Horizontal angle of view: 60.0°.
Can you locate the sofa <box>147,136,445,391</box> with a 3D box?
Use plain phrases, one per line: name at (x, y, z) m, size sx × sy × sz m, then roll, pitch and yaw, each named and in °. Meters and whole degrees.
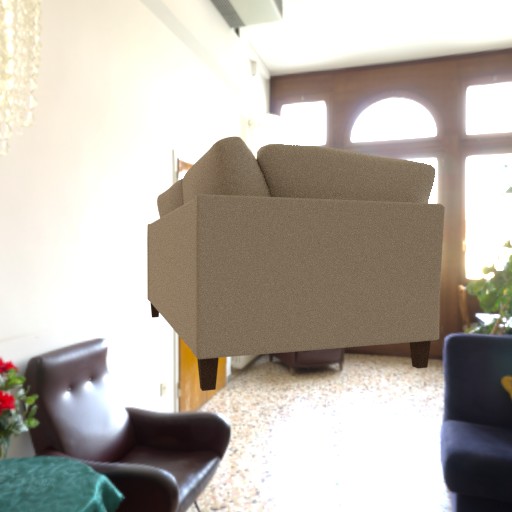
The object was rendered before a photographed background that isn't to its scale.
sofa at (0.000, 0.000, 2.337) m, size 0.970 × 0.836 × 1.776 m, roll 0°, pitch 1°, yaw -19°
